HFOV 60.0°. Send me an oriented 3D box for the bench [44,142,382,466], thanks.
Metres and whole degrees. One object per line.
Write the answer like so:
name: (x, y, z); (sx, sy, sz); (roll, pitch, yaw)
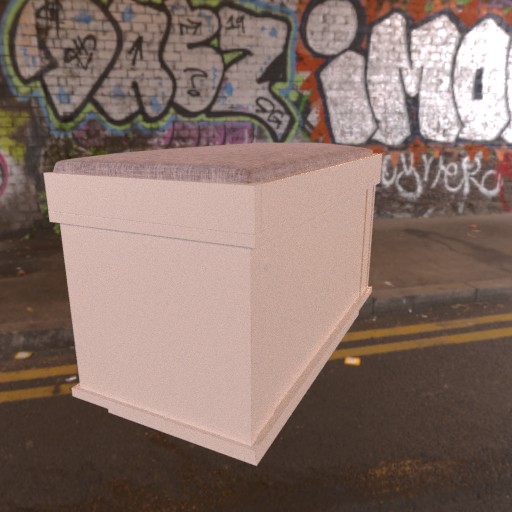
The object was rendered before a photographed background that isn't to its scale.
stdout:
bench: (0.000, 0.000, 0.956); (0.362, 0.461, 0.734); (8, 18, 25)
